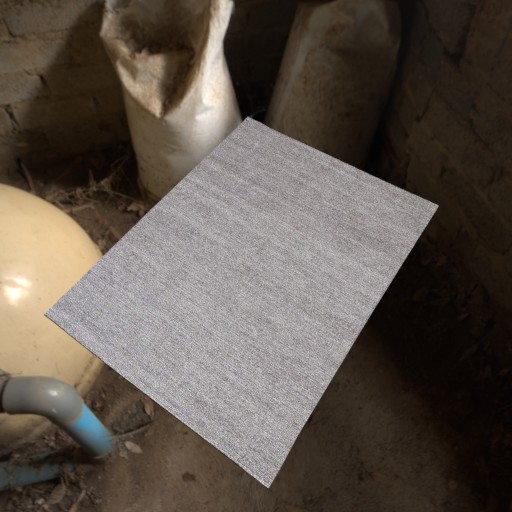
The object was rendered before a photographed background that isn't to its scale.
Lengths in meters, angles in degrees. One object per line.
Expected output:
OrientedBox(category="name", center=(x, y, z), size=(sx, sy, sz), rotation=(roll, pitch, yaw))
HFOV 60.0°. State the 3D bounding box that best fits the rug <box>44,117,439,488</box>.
OrientedBox(category="rug", center=(0.000, 0.000, 4.296), size=(2.434, 0.045, 3.202), rotation=(31, 63, 18))
